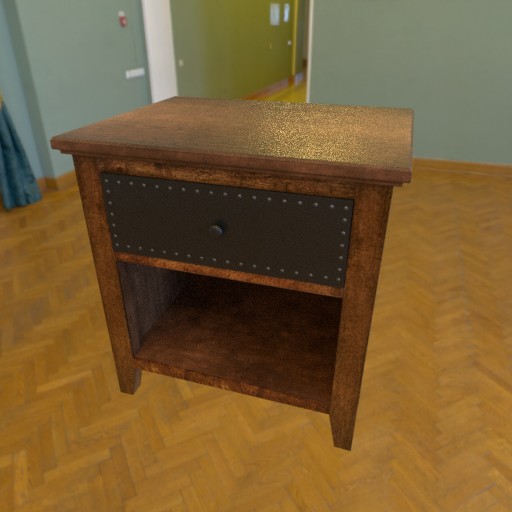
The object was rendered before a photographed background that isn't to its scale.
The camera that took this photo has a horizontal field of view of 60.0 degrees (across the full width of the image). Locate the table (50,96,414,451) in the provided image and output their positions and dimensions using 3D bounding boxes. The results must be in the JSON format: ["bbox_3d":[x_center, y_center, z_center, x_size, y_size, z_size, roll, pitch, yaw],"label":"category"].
[{"bbox_3d":[0.000,0.000,1.000,0.586,0.597,0.461,9,30,15],"label":"table"}]
